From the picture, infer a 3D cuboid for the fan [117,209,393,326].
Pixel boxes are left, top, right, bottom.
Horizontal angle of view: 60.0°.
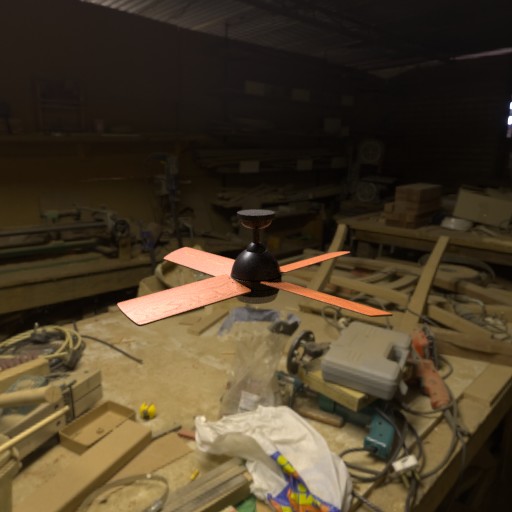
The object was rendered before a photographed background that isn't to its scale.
[{"bbox_3d":[0.000,0.000,2.033,1.332,0.403,1.332,-14,20,-43],"label":"fan"}]
